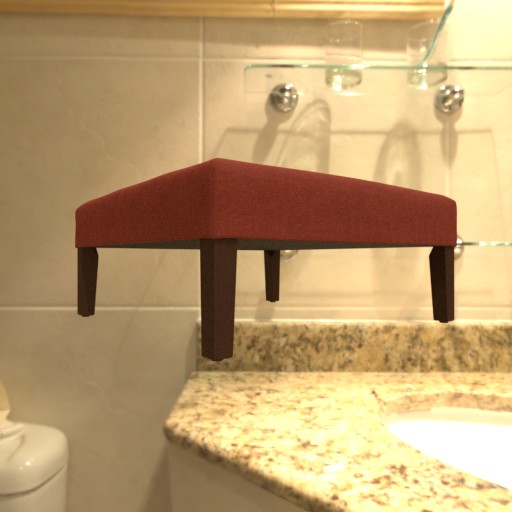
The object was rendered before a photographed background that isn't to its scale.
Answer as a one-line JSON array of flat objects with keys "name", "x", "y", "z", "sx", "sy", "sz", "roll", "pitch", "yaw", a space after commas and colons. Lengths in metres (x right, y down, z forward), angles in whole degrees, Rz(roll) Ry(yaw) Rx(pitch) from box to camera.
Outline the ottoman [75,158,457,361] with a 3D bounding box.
[{"name": "ottoman", "x": 0.000, "y": 0.000, "z": 1.437, "sx": 0.890, "sy": 0.411, "sz": 0.889, "roll": 0, "pitch": 0, "yaw": -38}]
